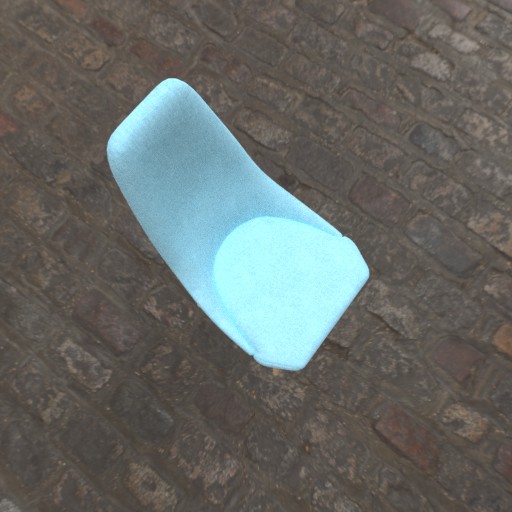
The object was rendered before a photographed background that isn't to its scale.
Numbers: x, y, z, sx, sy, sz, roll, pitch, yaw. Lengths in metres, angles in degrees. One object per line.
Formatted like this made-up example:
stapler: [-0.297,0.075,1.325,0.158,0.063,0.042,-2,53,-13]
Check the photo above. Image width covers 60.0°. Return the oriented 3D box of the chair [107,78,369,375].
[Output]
chair: [0.000,0.000,1.411,0.660,1.040,0.510,37,78,9]
